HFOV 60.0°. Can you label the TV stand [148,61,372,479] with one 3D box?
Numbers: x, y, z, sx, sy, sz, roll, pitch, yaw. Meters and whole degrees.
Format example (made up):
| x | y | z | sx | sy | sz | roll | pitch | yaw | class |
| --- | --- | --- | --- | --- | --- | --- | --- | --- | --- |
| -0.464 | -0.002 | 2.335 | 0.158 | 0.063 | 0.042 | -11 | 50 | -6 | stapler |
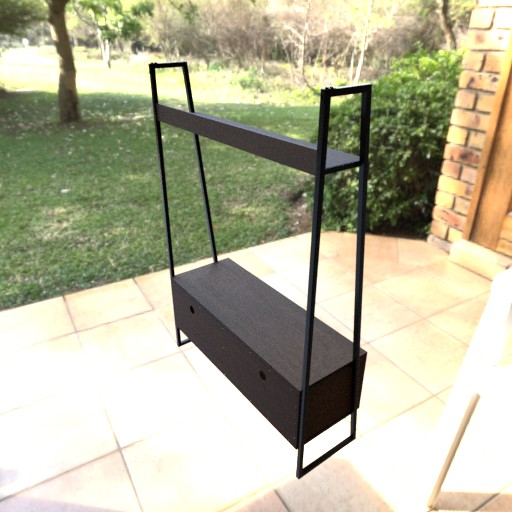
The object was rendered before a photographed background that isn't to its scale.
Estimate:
| x | y | z | sx | sy | sz | roll | pitch | yaw | class |
| --- | --- | --- | --- | --- | --- | --- | --- | --- | --- |
| 0.000 | 0.000 | 2.275 | 0.432 | 1.772 | 1.250 | -19 | 33 | -32 | TV stand |
